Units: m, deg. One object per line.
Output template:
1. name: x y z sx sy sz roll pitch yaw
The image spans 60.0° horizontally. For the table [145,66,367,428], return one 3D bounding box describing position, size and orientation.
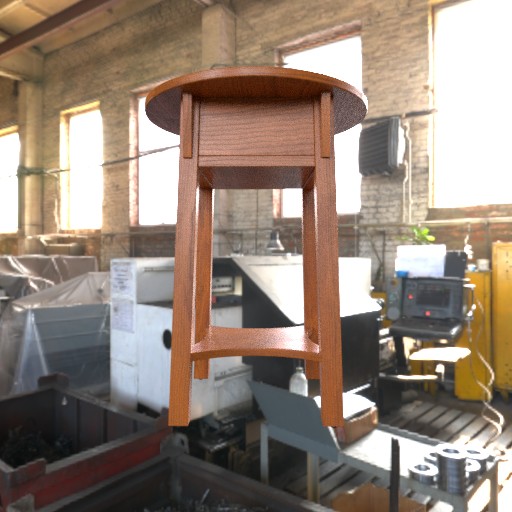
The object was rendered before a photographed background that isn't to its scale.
1. table: 0.000 0.000 0.938 0.457 0.610 0.457 0 0 0
